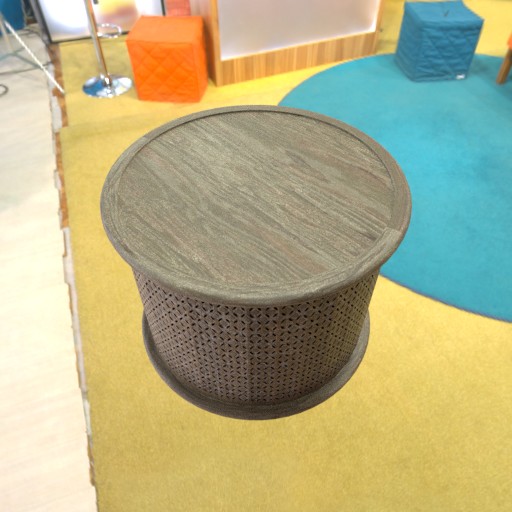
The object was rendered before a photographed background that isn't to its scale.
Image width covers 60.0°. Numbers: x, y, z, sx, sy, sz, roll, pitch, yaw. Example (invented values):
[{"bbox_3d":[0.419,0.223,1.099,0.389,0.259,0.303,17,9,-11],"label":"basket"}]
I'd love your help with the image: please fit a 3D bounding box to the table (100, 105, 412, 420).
[{"bbox_3d":[0.000,0.000,1.043,0.607,0.450,0.607,0,47,0],"label":"table"}]
